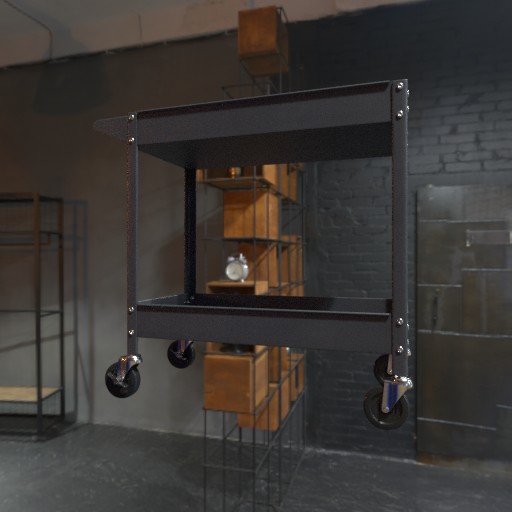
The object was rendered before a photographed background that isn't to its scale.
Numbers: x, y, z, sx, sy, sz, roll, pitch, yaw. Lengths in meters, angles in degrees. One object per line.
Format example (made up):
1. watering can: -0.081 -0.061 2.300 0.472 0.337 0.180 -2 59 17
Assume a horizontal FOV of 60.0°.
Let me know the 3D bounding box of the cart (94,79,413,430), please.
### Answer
1. cart: 0.000 0.000 1.173 0.779 0.719 0.366 0 0 19
